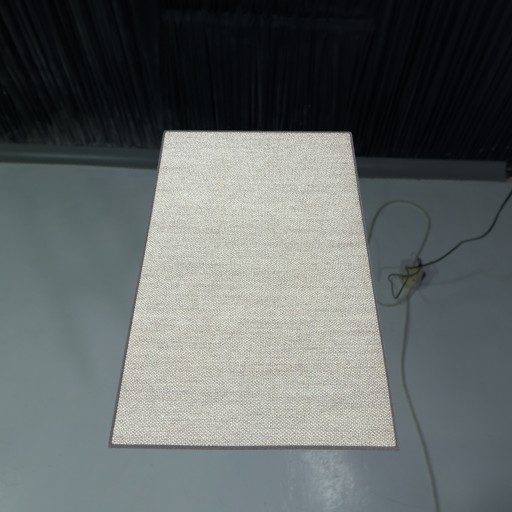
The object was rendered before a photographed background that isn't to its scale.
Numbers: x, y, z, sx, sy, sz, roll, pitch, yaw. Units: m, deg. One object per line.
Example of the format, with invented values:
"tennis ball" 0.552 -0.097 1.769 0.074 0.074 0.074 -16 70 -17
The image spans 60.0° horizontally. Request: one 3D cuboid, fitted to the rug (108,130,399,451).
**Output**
"rug" 0.000 0.000 2.062 1.067 0.013 1.676 1 57 0
